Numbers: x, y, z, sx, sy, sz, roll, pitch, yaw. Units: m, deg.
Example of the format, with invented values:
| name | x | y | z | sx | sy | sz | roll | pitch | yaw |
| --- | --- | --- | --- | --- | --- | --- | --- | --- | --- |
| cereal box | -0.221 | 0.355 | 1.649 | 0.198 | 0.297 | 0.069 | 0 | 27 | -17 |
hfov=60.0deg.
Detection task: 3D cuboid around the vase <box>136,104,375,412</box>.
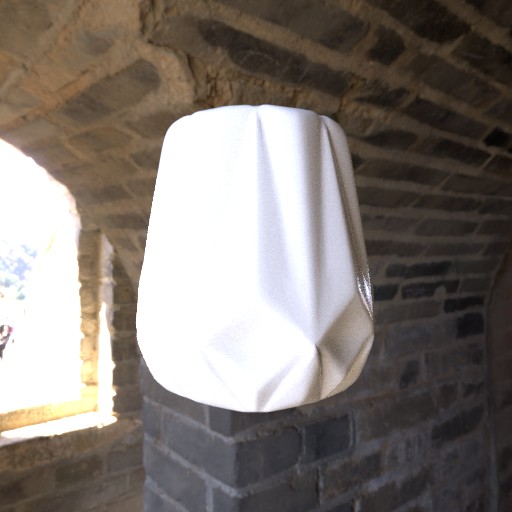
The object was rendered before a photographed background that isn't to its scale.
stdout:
| name | x | y | z | sx | sy | sz | roll | pitch | yaw |
| --- | --- | --- | --- | --- | --- | --- | --- | --- | --- |
| vase | 0.000 | 0.000 | 0.269 | 0.141 | 0.152 | 0.141 | 0 | 0 | 0 |
